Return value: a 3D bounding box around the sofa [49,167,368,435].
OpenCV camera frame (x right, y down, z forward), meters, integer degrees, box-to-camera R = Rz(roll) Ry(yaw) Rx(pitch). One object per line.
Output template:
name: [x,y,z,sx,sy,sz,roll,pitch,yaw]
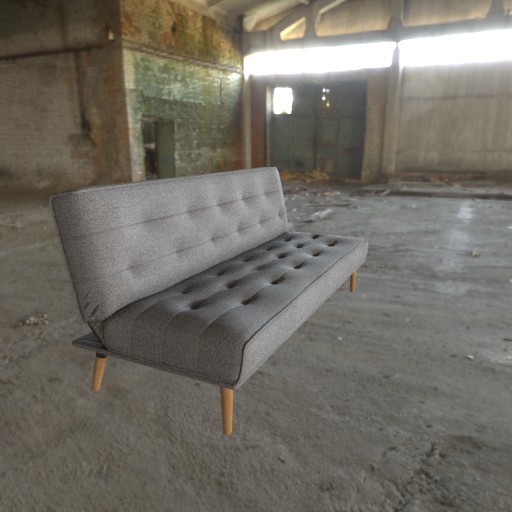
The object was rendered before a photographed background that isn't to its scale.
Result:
sofa: [0.000,0.000,2.335,0.810,0.830,1.820,7,16,26]
